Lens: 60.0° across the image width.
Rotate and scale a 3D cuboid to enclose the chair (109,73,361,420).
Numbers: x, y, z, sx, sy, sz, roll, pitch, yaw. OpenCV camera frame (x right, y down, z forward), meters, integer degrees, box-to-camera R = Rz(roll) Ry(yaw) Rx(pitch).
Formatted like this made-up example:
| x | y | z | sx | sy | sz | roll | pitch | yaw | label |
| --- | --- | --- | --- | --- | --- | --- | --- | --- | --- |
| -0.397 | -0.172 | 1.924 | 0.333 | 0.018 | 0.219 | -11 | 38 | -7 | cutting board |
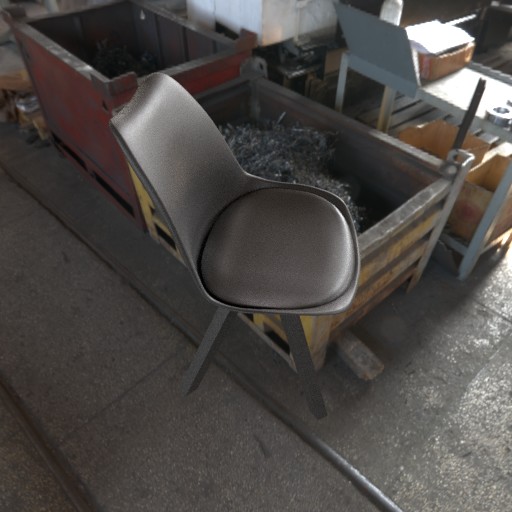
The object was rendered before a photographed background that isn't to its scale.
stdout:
| x | y | z | sx | sy | sz | roll | pitch | yaw | label |
| --- | --- | --- | --- | --- | --- | --- | --- | --- | --- |
| 0.000 | 0.000 | 1.189 | 0.550 | 0.850 | 0.485 | 8 | 46 | 7 | chair |
